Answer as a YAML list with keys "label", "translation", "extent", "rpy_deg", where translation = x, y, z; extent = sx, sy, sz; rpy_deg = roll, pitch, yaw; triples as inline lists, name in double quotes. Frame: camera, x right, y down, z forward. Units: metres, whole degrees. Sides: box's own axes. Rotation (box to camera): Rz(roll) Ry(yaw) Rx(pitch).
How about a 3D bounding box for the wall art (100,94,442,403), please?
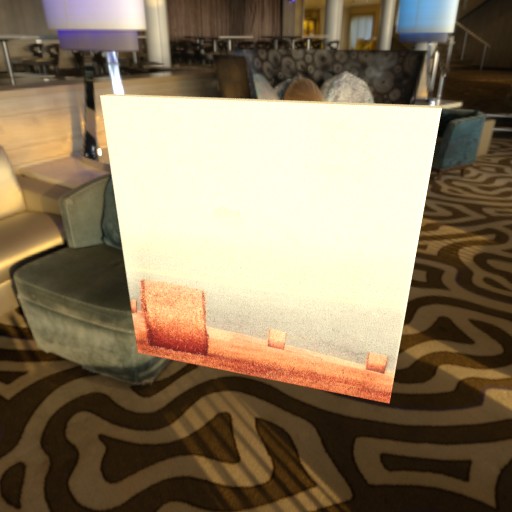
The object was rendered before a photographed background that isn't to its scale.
- label: "wall art"
  translation: [0.000, 0.000, 0.905]
  extent: [0.605, 0.605, 0.034]
  rpy_deg: [7, 27, 15]
